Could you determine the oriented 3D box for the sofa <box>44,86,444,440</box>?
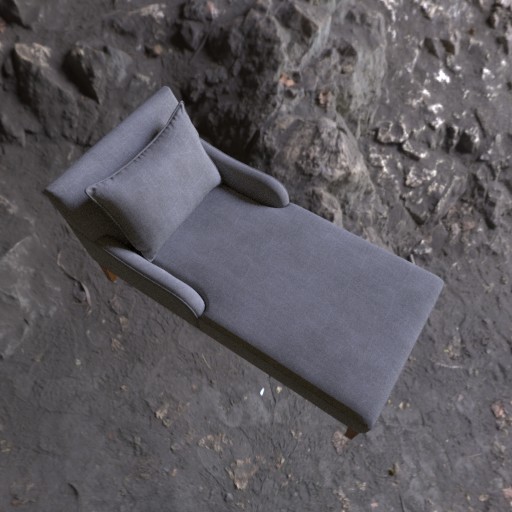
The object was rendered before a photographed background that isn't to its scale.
[{"bbox_3d":[0.000,0.000,2.305,1.779,0.859,0.894,30,64,16],"label":"sofa"}]
